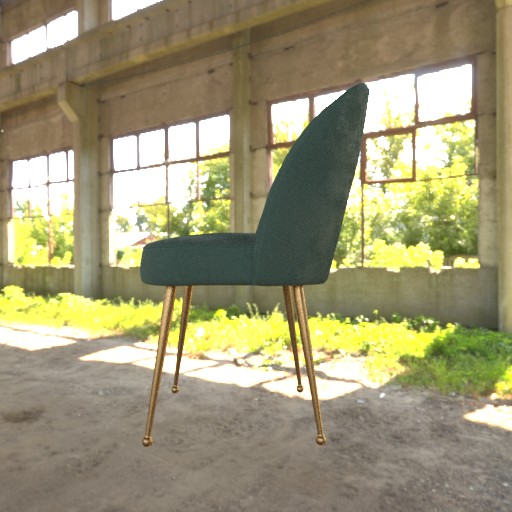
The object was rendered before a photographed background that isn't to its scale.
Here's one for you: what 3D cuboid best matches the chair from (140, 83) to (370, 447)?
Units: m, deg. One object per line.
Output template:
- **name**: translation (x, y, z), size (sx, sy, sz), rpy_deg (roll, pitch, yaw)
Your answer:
- **chair**: translation (0.000, 0.000, 1.198), size (0.577, 0.860, 0.527), rpy_deg (0, 0, -1)
